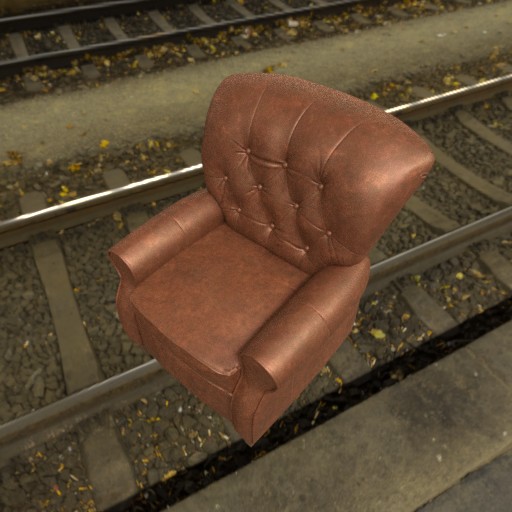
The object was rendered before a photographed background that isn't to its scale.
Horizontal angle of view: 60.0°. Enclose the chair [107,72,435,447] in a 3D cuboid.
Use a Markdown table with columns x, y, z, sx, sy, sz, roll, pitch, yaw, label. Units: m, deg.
| x | y | z | sx | sy | sz | roll | pitch | yaw | label |
| --- | --- | --- | --- | --- | --- | --- | --- | --- | --- |
| 0.000 | 0.000 | 1.895 | 0.979 | 1.162 | 1.031 | 32 | 53 | 27 | chair |
